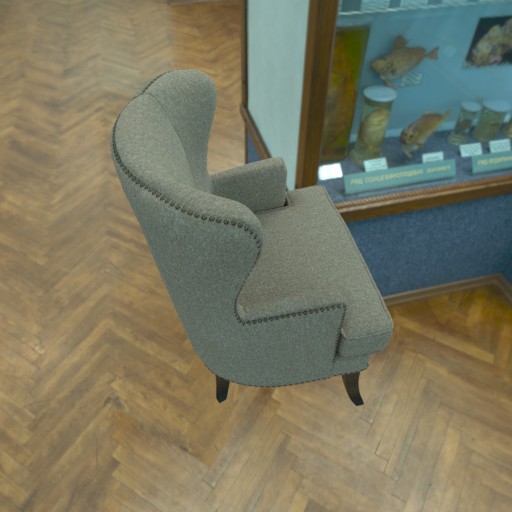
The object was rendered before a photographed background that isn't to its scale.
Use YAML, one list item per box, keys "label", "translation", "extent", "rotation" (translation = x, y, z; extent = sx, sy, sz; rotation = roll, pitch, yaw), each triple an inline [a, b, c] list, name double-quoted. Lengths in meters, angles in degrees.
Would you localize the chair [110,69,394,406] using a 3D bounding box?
- label: "chair"
  translation: [0.000, 0.000, 1.546]
  extent: [0.758, 1.060, 0.759]
  rotation: [-9, 47, -8]
